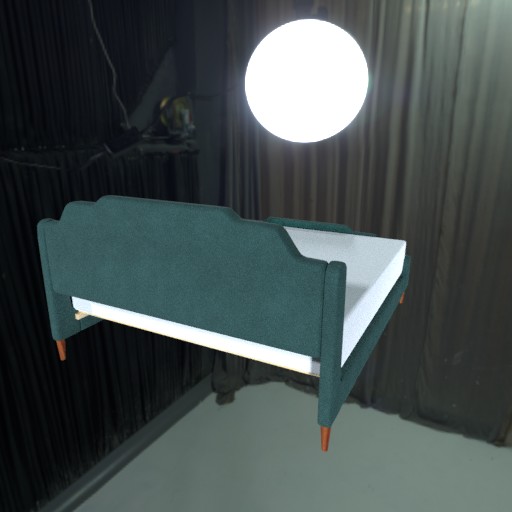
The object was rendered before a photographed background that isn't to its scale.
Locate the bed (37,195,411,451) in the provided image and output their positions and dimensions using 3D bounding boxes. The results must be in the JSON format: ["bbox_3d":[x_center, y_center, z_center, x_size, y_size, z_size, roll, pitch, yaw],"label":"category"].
[{"bbox_3d":[0.000,0.000,3.569,2.074,1.245,2.340,9,19,26],"label":"bed"}]
